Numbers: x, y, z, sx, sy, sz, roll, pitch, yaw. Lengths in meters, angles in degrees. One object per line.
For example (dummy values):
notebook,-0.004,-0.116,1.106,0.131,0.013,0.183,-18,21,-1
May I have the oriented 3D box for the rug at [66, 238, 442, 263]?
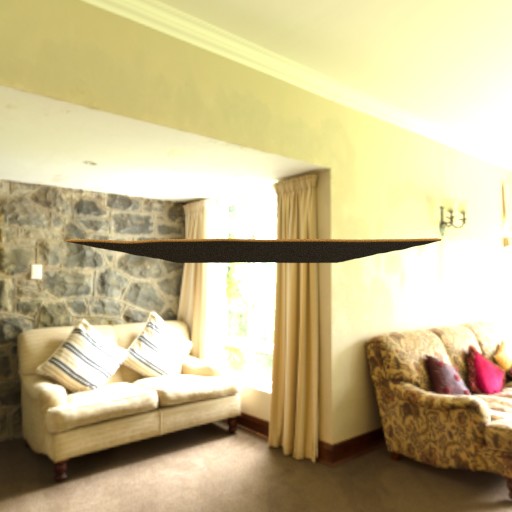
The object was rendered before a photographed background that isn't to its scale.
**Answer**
rug,0.000,0.000,3.009,1.531,0.023,2.444,0,-3,1
